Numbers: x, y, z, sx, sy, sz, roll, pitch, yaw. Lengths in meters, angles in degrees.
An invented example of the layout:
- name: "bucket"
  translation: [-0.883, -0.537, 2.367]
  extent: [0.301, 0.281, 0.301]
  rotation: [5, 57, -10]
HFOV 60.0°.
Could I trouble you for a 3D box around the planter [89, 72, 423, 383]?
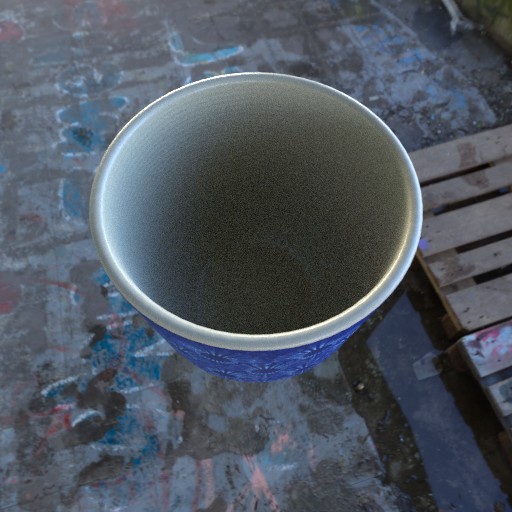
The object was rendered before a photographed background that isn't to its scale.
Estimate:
- name: "planter"
  translation: [0.000, 0.000, 0.360]
  extent: [0.206, 0.190, 0.206]
  rotation: [0, 63, 0]
